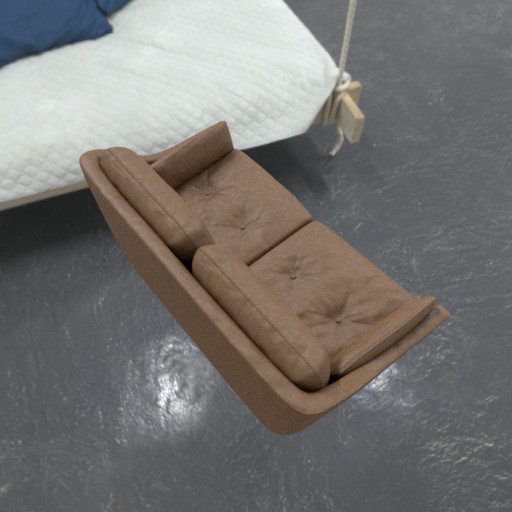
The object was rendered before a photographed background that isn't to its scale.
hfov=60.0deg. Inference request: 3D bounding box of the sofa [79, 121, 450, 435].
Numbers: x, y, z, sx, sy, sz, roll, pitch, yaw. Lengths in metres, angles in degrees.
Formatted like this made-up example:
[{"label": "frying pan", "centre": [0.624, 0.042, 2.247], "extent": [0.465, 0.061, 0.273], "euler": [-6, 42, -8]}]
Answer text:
[{"label": "sofa", "centre": [0.000, 0.000, 2.314], "extent": [0.981, 0.886, 1.731], "euler": [-35, 64, -21]}]
